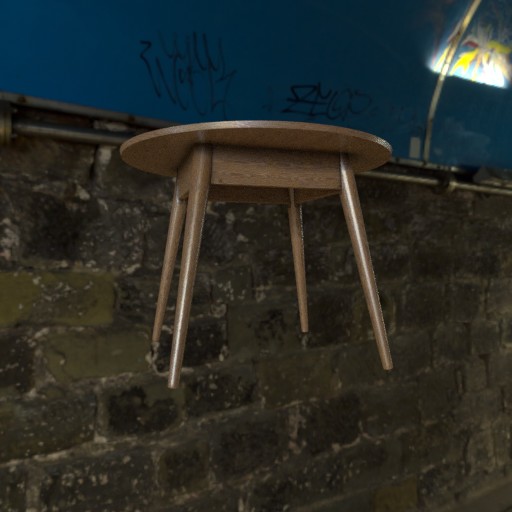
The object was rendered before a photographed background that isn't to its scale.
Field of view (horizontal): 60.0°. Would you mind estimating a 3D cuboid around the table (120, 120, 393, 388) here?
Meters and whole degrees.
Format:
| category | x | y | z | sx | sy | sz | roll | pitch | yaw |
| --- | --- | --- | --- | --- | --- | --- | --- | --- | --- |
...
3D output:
| category | x | y | z | sx | sy | sz | roll | pitch | yaw |
| --- | --- | --- | --- | --- | --- | --- | --- | --- | --- |
| table | 0.000 | 0.000 | 1.795 | 1.053 | 0.786 | 1.053 | 0 | 1 | 0 |
